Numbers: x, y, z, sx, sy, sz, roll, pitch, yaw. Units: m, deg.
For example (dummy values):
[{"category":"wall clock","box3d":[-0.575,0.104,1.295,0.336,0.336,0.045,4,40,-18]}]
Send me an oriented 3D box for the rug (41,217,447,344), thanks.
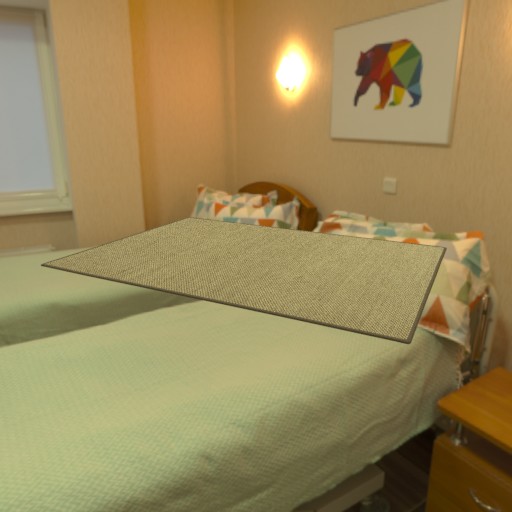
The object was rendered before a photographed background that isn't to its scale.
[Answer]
[{"category":"rug","box3d":[0.000,0.000,2.829,2.133,0.012,1.523,9,19,26]}]
